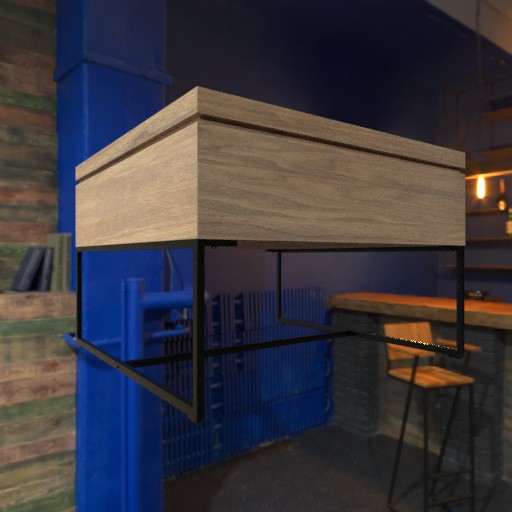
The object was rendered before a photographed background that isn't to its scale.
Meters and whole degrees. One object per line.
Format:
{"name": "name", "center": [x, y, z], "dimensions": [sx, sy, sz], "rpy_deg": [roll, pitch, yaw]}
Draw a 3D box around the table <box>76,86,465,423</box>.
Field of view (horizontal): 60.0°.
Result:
{"name": "table", "center": [0.000, 0.000, 1.077], "dimensions": [0.679, 0.464, 0.676], "rpy_deg": [0, 0, -35]}
